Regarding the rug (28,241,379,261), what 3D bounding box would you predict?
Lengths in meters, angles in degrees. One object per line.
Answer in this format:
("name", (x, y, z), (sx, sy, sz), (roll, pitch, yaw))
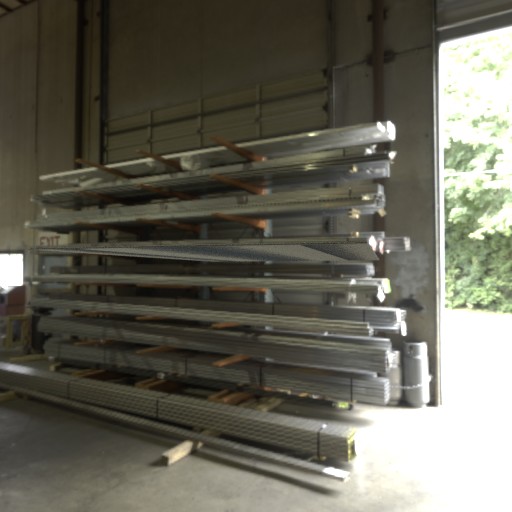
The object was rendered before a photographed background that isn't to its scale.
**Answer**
("rug", (0.000, 0.000, 2.361), (1.234, 0.006, 1.854), (-1, -2, 17))
